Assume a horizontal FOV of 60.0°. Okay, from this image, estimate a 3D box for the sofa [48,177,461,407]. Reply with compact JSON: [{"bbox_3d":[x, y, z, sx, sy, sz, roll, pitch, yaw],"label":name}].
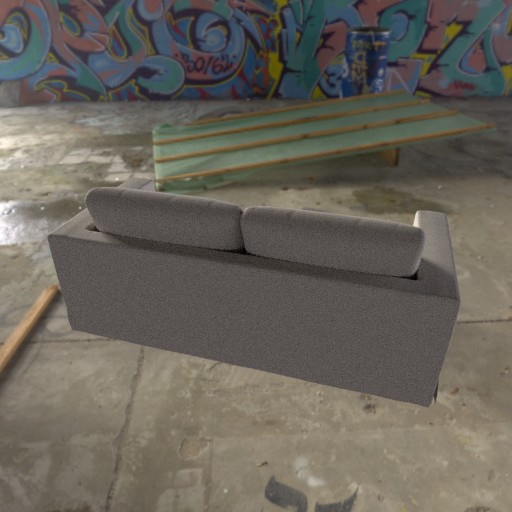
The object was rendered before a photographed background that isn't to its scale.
[{"bbox_3d":[0.000,0.000,2.660,2.163,0.881,0.954,9,32,14],"label":"sofa"}]
